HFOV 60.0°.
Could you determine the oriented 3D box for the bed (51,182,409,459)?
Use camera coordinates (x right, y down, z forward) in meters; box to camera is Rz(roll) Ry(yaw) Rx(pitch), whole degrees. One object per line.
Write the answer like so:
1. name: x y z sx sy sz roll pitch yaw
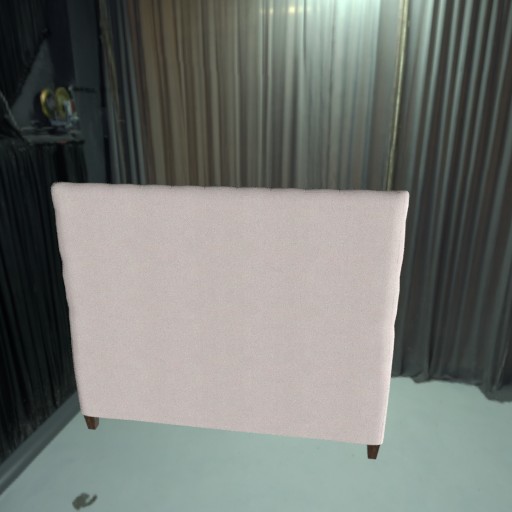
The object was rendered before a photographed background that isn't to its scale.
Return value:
1. bed: 0.000 0.000 3.331 1.698 1.427 2.387 3 19 8
